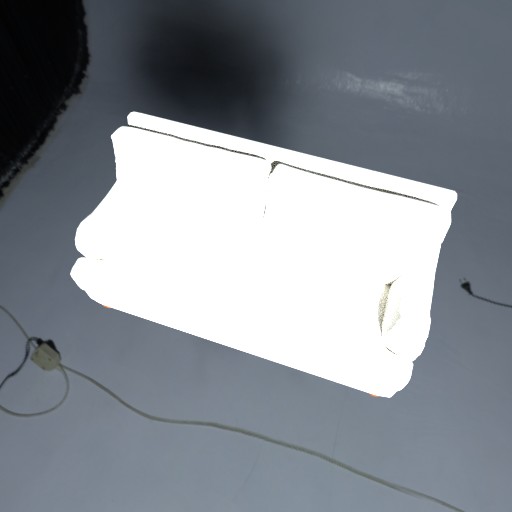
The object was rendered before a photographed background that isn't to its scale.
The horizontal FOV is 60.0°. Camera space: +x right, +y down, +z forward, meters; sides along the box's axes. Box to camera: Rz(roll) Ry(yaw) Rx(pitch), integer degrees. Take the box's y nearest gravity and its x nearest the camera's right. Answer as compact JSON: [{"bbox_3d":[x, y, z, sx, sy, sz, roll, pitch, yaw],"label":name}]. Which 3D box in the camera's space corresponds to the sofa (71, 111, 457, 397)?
[{"bbox_3d":[0.000,0.000,2.839,2.159,1.087,1.086,16,61,10],"label":"sofa"}]
